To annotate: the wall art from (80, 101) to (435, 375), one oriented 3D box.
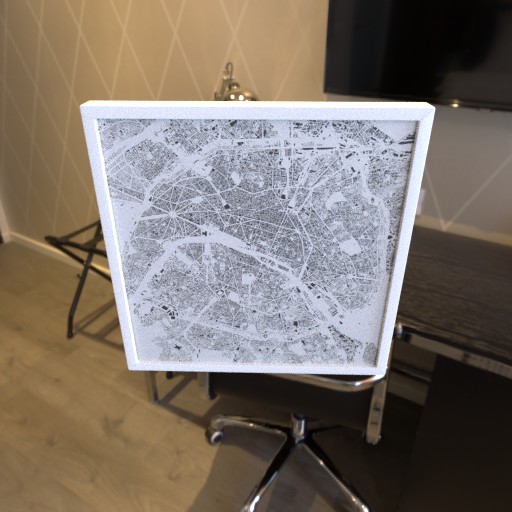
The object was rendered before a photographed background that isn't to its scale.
[{"bbox_3d":[0.000,0.000,0.770,0.508,0.508,0.038,1,29,1],"label":"wall art"}]
